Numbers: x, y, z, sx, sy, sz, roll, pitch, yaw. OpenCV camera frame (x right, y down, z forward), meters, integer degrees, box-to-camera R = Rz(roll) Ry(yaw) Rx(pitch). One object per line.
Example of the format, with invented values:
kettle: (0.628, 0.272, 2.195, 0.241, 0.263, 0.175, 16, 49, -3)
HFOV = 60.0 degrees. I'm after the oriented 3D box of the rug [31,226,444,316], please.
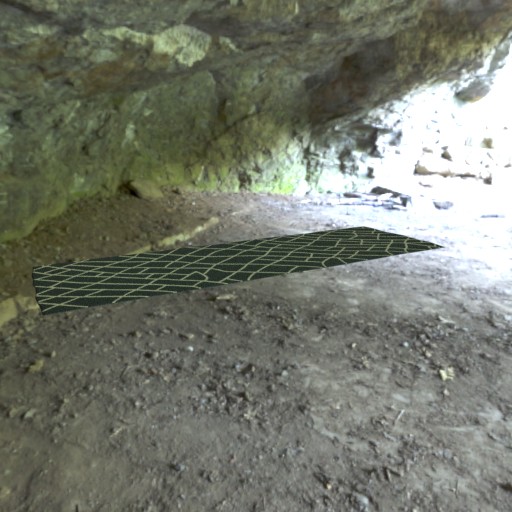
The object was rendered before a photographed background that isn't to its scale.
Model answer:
rug: (0.000, 0.000, 2.734, 2.476, 0.010, 0.807, -8, 17, -28)
